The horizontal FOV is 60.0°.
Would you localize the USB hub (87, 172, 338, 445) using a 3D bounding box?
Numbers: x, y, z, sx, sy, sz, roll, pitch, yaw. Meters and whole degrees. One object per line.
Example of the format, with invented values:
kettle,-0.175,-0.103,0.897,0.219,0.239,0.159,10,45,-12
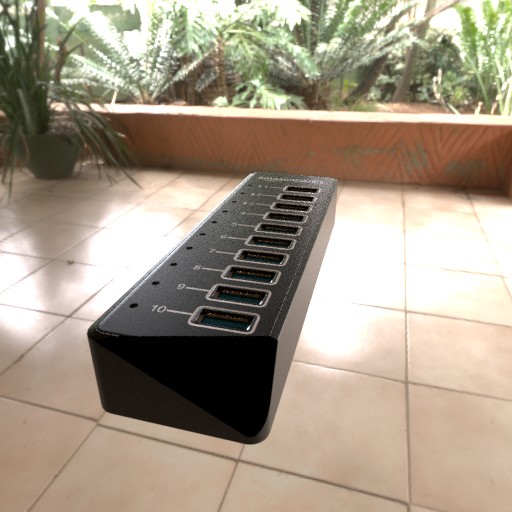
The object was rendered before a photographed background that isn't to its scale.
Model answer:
USB hub,0.000,0.000,0.163,0.044,0.023,0.145,7,27,14
